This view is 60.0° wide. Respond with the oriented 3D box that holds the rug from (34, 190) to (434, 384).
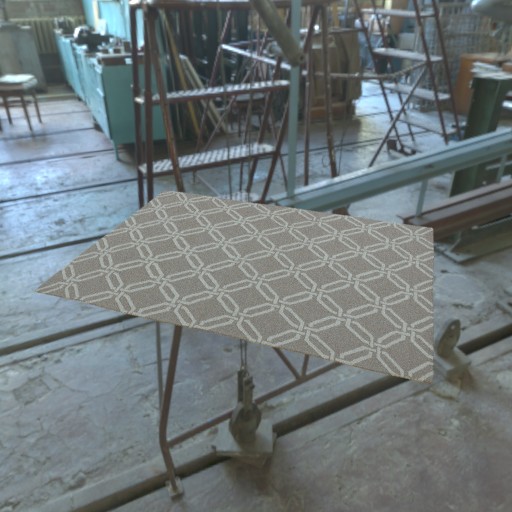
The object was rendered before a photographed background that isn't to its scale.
[{"bbox_3d":[0.000,0.000,2.803,2.135,0.013,1.524,10,33,16],"label":"rug"}]
